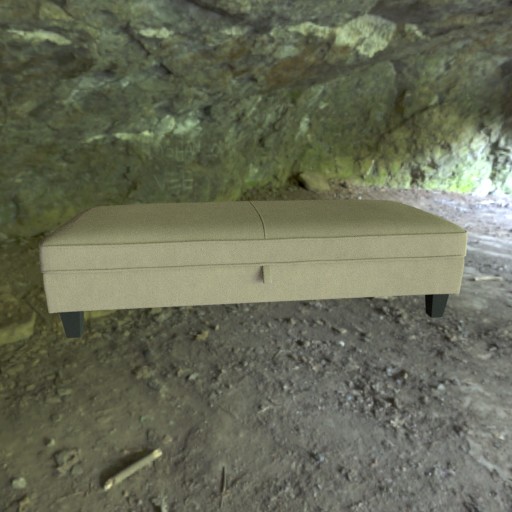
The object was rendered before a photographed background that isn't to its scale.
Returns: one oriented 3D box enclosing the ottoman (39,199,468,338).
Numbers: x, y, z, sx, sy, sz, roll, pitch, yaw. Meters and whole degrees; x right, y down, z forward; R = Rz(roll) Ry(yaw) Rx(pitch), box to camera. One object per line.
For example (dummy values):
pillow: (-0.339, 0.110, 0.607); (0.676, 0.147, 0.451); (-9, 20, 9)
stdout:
ottoman: (0.000, 0.000, 2.082); (1.726, 0.460, 0.735); (-2, 16, -7)
